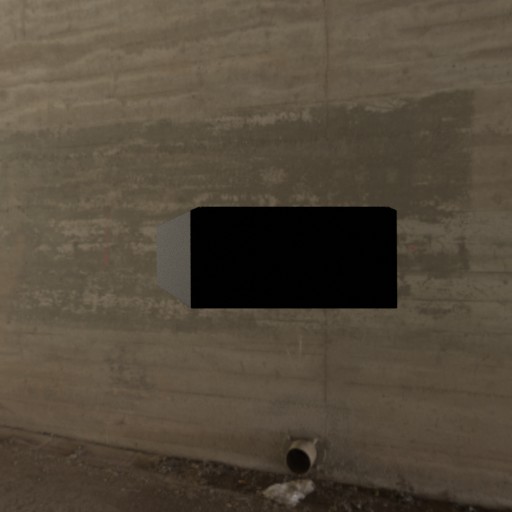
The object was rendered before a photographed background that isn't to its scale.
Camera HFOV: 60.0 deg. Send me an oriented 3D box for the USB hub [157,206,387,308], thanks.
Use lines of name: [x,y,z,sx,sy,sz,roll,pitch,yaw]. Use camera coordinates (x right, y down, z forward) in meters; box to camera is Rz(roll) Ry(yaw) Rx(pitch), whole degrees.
USB hub: [0.000,0.000,0.125,0.044,0.023,0.110,0,1,-19]
